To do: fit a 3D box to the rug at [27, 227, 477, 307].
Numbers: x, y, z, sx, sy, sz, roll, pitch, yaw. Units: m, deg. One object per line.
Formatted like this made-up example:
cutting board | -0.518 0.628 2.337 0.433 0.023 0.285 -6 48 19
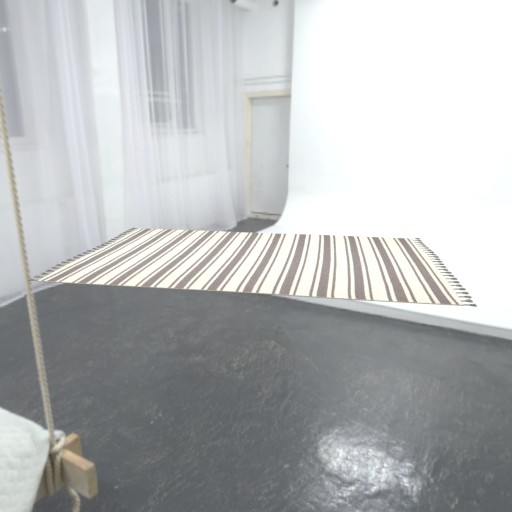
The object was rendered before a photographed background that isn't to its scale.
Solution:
rug | 0.000 0.000 2.588 2.096 0.011 1.229 3 16 9
